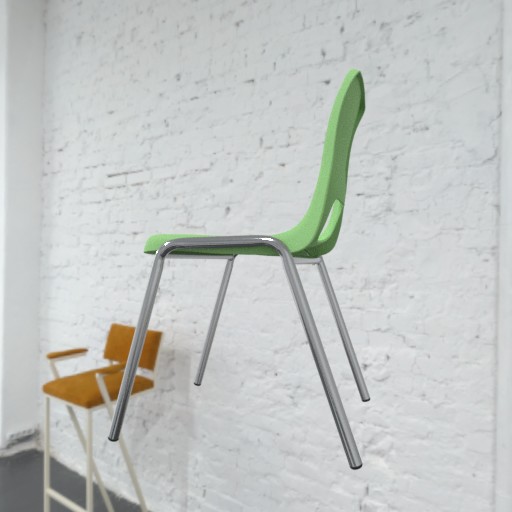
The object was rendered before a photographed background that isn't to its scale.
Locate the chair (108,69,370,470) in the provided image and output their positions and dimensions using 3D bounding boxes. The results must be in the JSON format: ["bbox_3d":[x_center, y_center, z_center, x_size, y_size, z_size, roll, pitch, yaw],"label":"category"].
[{"bbox_3d":[0.000,0.000,0.898,0.436,0.653,0.381,0,-1,16],"label":"chair"}]
